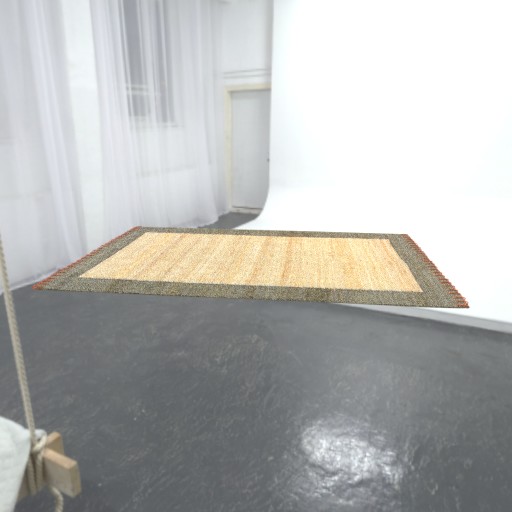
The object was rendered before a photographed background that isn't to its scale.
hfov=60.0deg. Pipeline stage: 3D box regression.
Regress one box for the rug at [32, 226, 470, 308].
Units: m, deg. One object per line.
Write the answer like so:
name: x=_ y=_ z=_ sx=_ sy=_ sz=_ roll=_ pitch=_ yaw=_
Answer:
rug: x=0.000 y=0.000 z=2.391 sx=1.838 sy=0.019 sz=1.220 roll=2 pitch=17 yaw=7
